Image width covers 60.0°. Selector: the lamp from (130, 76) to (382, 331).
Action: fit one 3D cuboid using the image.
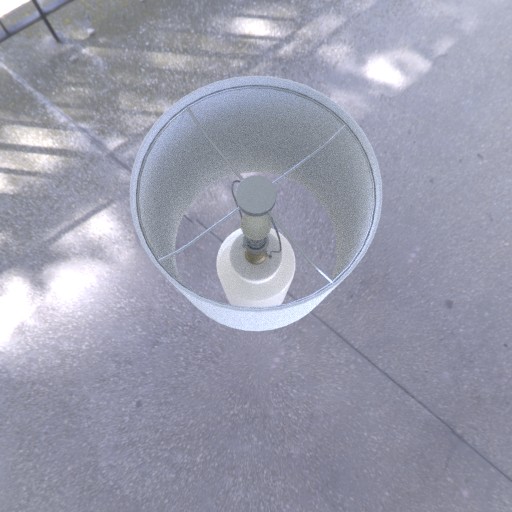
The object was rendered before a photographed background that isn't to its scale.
[{"bbox_3d":[0.000,0.000,0.610,0.212,0.493,0.212,-37,79,-8],"label":"lamp"}]
